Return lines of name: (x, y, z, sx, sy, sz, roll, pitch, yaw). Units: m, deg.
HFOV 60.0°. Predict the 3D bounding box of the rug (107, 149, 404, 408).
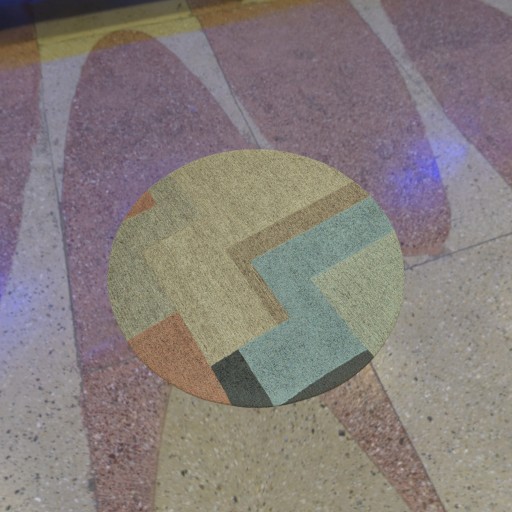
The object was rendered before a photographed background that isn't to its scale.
rug: (0.000, 0.000, 3.713, 2.461, 0.033, 2.461, 0, 58, 0)
